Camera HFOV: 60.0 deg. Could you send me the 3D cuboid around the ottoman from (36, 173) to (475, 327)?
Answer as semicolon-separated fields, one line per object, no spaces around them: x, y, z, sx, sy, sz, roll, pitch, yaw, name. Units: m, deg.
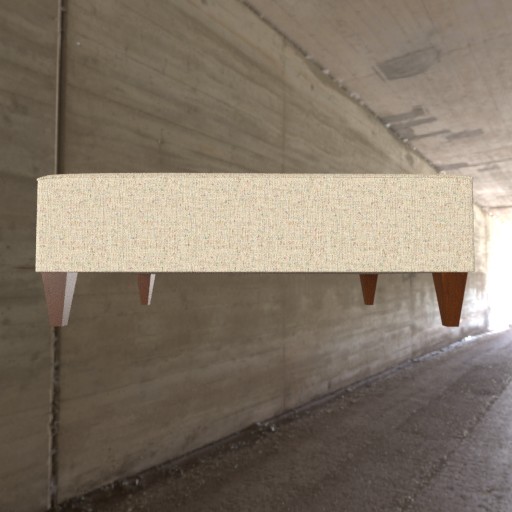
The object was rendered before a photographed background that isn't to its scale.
0.000;0.000;1.200;0.835;0.303;0.736;0;-3;1;ottoman
